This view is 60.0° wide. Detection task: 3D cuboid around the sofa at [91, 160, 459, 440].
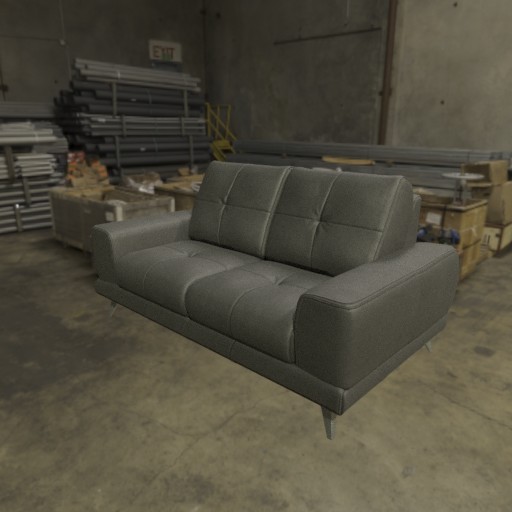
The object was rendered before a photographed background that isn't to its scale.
[{"bbox_3d":[0.000,0.000,2.379,1.806,0.907,1.018,15,22,41],"label":"sofa"}]
